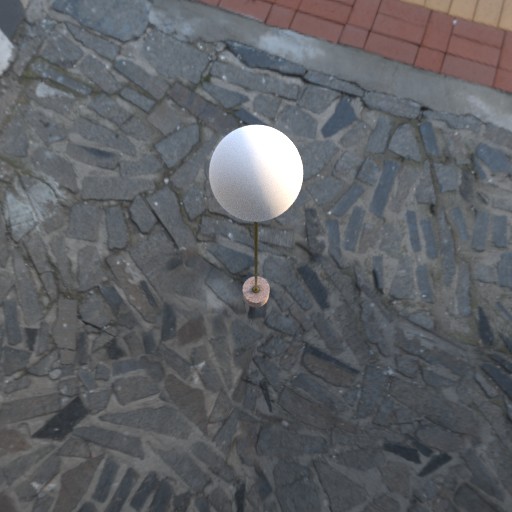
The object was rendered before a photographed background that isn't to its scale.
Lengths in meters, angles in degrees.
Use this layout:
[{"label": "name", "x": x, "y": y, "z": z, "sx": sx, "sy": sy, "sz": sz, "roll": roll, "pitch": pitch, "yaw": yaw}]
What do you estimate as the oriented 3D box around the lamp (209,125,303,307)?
[{"label": "lamp", "x": 0.000, "y": 0.000, "z": 1.811, "sx": 0.229, "sy": 1.748, "sz": 0.229, "roll": 36, "pitch": 78, "yaw": 9}]
